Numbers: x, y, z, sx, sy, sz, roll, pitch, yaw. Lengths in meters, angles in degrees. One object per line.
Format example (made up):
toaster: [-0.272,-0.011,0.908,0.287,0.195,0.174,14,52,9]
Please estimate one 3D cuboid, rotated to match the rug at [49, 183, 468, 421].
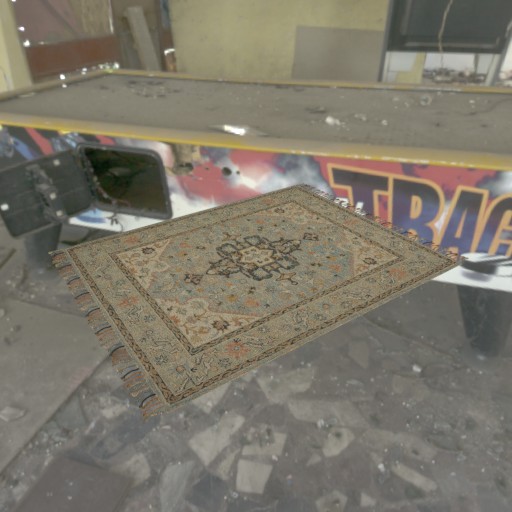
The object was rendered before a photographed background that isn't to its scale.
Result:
rug: [0.000,0.000,3.449,2.651,0.010,1.971,-20,36,-30]
